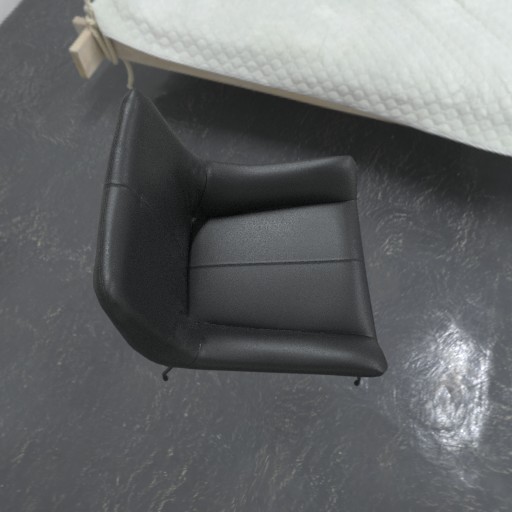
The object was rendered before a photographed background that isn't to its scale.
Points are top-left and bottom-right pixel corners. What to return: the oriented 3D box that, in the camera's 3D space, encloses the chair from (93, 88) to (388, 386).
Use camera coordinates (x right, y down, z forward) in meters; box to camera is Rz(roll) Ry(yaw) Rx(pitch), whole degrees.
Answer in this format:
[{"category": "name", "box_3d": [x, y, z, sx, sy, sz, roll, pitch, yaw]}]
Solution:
[{"category": "chair", "box_3d": [0.000, 0.000, 1.540, 0.826, 0.922, 0.836, -1, 64, -1]}]
